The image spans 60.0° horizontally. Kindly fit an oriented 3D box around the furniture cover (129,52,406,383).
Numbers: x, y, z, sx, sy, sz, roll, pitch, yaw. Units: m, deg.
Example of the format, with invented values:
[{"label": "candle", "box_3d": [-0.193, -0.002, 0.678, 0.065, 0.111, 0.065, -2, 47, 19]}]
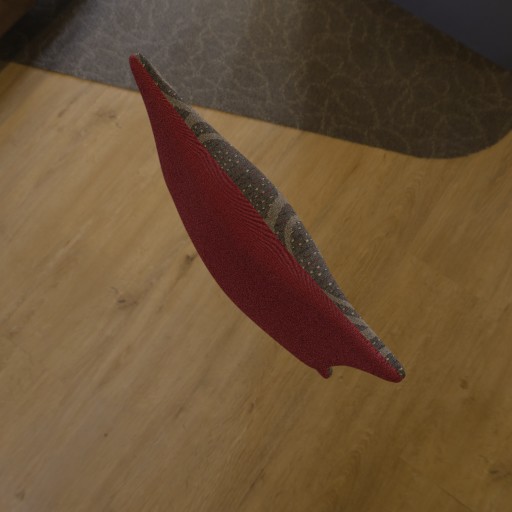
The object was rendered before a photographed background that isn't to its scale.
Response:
[{"label": "furniture cover", "box_3d": [0.000, 0.000, 0.764, 0.163, 0.513, 0.514, -37, 78, -9]}]
